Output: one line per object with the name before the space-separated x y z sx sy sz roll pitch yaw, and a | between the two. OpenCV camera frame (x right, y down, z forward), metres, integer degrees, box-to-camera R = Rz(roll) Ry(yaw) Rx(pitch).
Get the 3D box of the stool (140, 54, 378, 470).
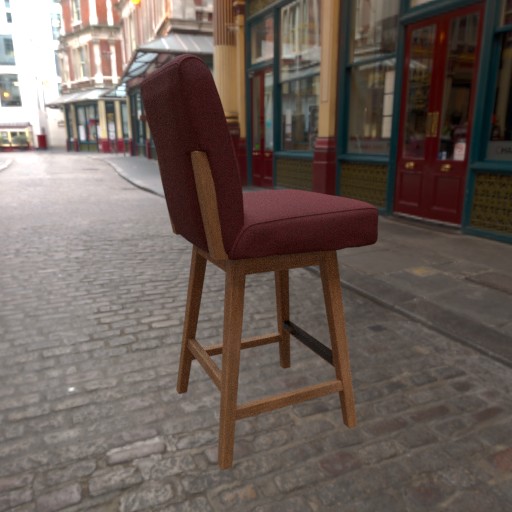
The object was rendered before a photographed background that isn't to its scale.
stool | 0.000 0.000 1.337 0.562 1.038 0.468 -7 16 -25
